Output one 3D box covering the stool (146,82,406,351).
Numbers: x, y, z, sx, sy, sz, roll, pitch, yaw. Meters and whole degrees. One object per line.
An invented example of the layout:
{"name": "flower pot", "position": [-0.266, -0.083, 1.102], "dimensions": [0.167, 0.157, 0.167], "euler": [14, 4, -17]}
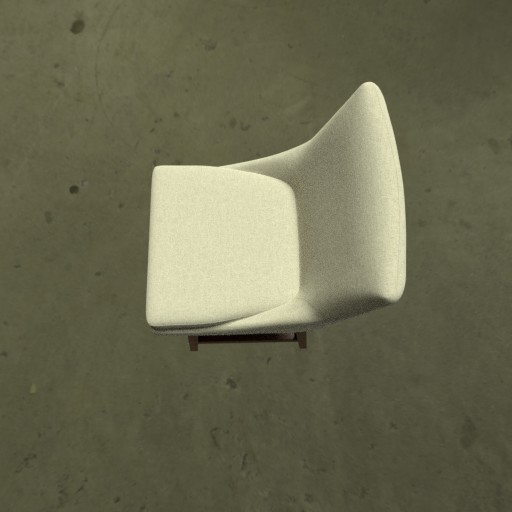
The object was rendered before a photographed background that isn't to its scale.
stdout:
{"name": "stool", "position": [0.000, 0.000, 1.294], "dimensions": [0.559, 0.991, 0.469], "euler": [-1, 74, 0]}
